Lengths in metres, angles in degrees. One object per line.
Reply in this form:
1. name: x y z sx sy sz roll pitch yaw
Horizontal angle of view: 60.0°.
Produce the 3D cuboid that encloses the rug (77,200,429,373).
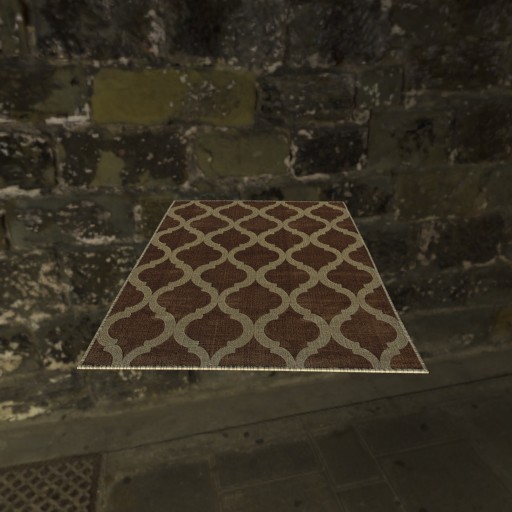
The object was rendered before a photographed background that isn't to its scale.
1. rug: 0.000 0.000 2.930 1.522 0.008 2.284 0 25 1
